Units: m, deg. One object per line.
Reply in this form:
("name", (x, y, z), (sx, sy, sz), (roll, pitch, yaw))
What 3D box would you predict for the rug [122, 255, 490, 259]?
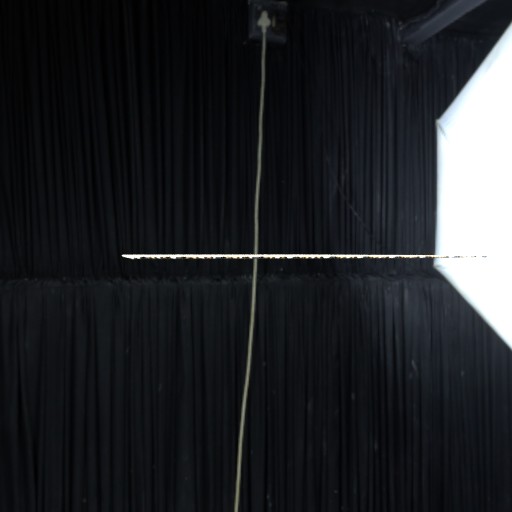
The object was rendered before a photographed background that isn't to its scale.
("rug", (0.000, 0.000, 2.265), (1.278, 0.009, 1.726), (0, 0, -18))
